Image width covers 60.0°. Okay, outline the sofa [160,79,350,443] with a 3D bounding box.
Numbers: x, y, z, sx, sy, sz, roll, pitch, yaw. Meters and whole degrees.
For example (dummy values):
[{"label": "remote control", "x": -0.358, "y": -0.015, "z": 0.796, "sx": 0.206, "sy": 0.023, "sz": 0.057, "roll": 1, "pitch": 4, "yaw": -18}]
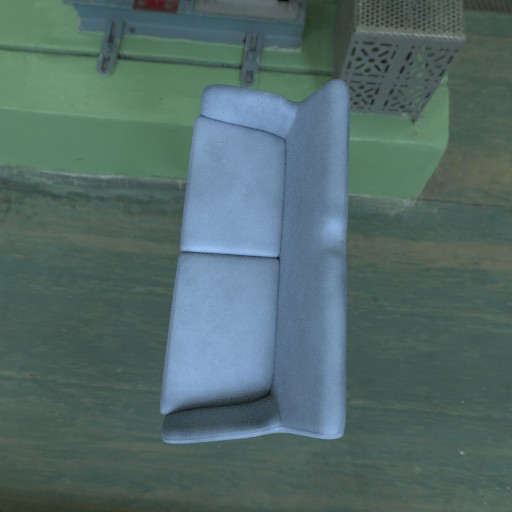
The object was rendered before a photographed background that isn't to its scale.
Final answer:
[{"label": "sofa", "x": 0.000, "y": 0.000, "z": 2.365, "sx": 0.850, "sy": 0.810, "sz": 1.870, "roll": 4, "pitch": 74, "yaw": 1}]
